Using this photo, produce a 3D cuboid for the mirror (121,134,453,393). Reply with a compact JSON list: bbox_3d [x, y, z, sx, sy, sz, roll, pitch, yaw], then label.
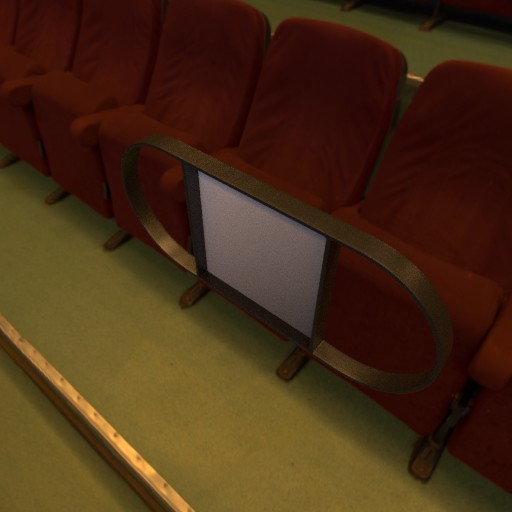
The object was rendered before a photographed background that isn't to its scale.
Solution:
[{"bbox_3d":[0.000,0.000,0.663,0.584,0.254,0.032,31,53,26],"label":"mirror"}]
